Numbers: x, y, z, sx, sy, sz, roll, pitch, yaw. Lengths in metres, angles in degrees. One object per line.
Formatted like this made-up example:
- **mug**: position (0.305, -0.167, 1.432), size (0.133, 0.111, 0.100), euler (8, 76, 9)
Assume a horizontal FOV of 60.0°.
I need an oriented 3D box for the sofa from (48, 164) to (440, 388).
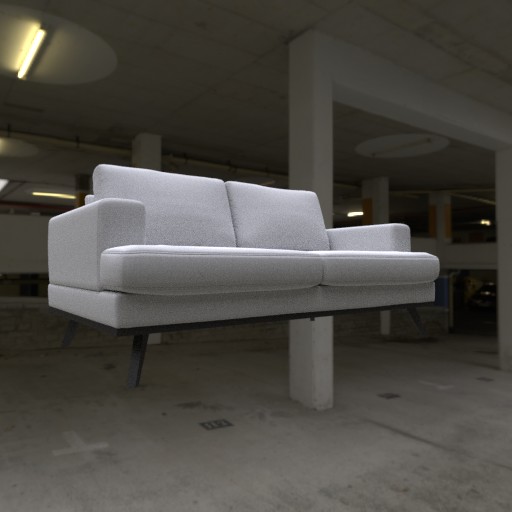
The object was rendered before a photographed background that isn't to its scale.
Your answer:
- **sofa**: position (0.000, 0.000, 2.105), size (1.650, 0.810, 0.920), euler (1, -1, -37)
